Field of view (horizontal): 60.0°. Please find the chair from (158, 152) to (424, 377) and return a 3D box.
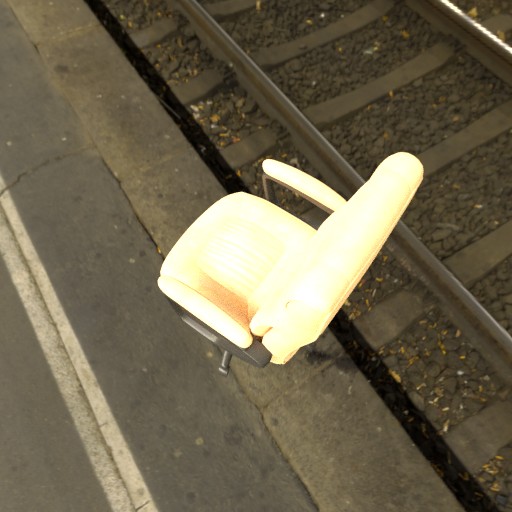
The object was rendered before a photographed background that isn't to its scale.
[{"bbox_3d":[0.000,0.000,1.551,0.724,1.105,0.667,33,67,15],"label":"chair"}]
